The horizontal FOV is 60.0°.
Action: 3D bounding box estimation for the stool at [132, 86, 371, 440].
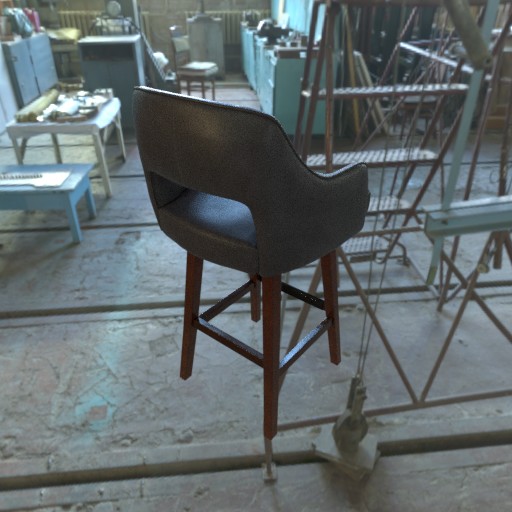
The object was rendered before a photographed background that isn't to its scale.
[{"bbox_3d":[0.000,0.000,1.366,0.550,1.041,0.560,23,39,32],"label":"stool"}]
